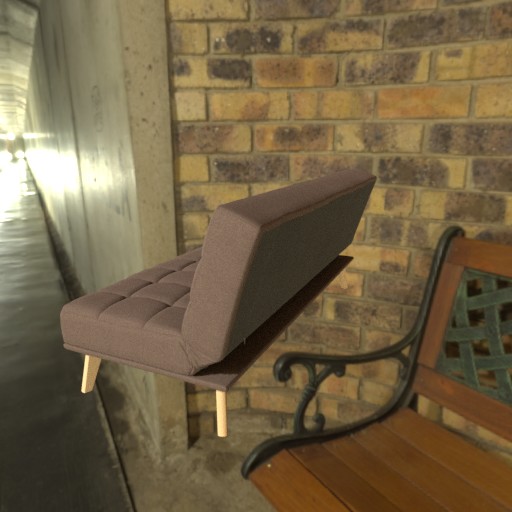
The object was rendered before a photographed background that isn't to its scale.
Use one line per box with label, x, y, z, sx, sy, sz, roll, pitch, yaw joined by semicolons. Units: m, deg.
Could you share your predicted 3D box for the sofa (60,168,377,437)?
sofa;0.000;0.000;2.291;0.860;0.810;1.800;7;17;24
